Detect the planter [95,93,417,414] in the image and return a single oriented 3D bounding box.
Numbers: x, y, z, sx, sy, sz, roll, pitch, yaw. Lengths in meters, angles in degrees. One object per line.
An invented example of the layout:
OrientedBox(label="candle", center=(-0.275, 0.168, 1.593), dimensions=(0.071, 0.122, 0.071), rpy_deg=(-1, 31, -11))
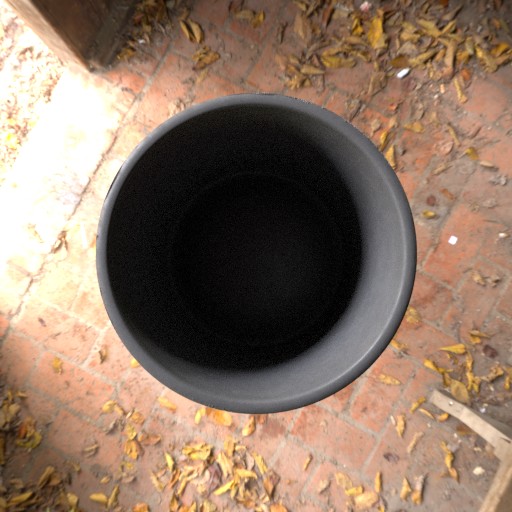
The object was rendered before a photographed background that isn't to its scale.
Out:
OrientedBox(label="planter", center=(0.000, 0.000, 0.396), dimensions=(0.221, 0.201, 0.221), rpy_deg=(0, 88, 0))
